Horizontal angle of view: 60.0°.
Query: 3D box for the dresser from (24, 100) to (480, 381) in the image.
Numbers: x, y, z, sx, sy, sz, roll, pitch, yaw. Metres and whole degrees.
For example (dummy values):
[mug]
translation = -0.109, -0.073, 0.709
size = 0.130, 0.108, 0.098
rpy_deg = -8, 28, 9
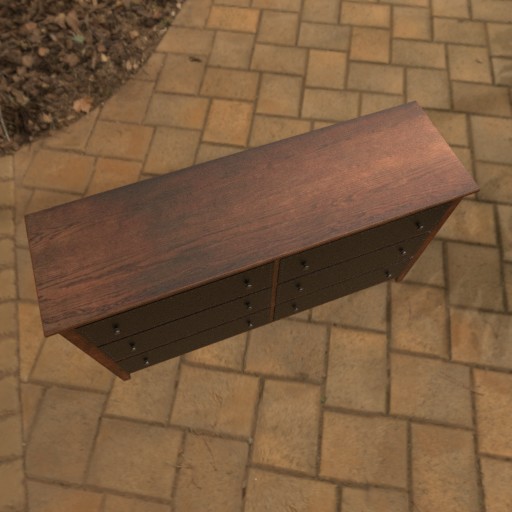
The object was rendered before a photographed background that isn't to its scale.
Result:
[dresser]
translation = 0.000, 0.000, 1.942
size = 1.551, 0.856, 0.463
rpy_deg = -18, 65, -9
